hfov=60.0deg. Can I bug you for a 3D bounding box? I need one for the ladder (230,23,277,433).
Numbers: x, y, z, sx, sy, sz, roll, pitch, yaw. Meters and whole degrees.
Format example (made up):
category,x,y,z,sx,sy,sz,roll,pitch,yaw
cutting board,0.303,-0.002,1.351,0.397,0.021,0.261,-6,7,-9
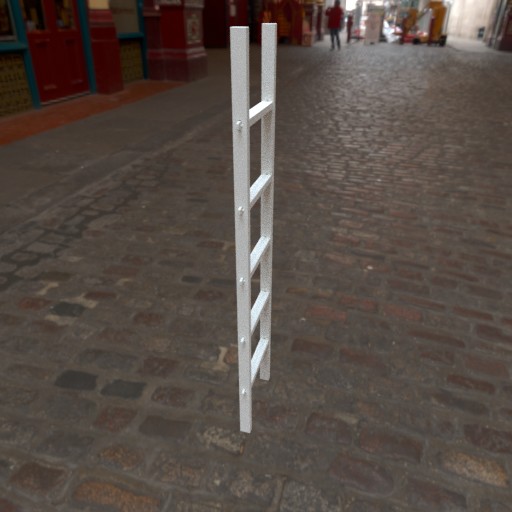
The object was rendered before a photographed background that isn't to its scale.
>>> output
category,x,y,z,sx,sy,sz,roll,pitch,yaw
ladder,0.000,0.000,1.944,0.051,1.797,0.452,8,30,14
